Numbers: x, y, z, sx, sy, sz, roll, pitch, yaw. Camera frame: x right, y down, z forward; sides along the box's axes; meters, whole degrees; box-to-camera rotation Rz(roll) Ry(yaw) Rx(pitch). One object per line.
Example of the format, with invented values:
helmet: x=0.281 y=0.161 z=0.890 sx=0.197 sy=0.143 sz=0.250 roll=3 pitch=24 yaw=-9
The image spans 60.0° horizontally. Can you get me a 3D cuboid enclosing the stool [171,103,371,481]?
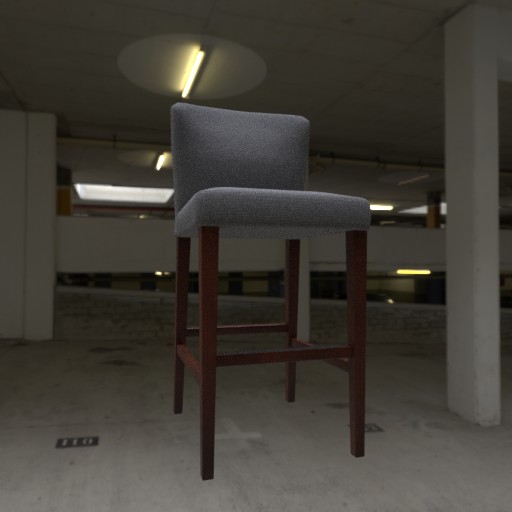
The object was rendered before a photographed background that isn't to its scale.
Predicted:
stool: x=0.000 y=0.000 z=1.360 sx=0.486 sy=1.069 sz=0.568 roll=0 pitch=-1 yaw=-18
